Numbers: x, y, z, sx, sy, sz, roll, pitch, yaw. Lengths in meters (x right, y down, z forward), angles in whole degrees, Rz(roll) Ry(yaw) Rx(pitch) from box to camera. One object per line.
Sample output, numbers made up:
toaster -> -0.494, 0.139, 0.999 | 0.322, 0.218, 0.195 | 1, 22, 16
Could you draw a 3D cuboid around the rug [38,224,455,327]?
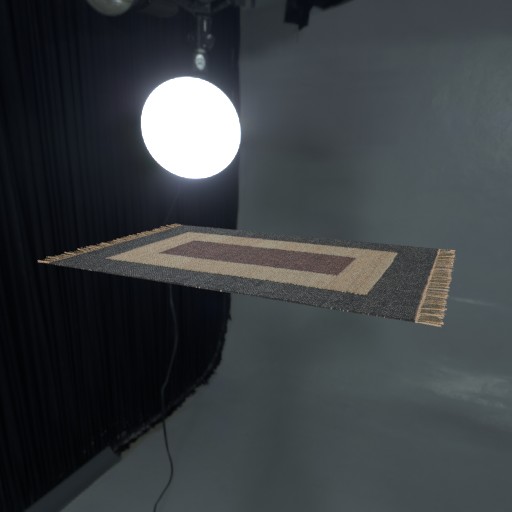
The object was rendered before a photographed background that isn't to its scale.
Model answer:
rug -> 0.000, 0.000, 2.473 | 2.021, 0.027, 1.224 | 7, 16, 25
